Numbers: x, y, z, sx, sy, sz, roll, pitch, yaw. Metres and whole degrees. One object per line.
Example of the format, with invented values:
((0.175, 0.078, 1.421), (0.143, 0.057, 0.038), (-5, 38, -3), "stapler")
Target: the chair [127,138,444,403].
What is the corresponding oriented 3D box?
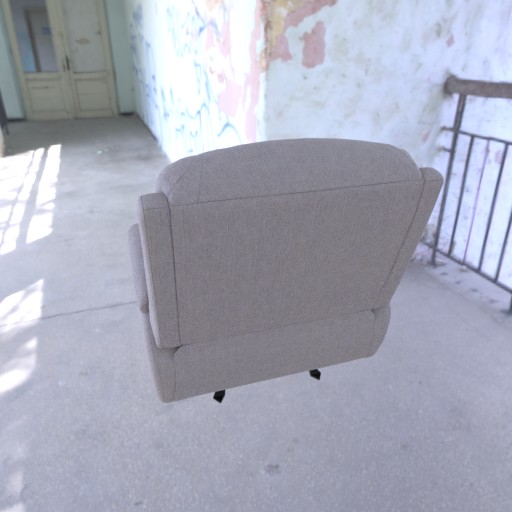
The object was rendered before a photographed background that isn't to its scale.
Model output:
((0.000, 0.000, 1.708), (0.930, 1.011, 0.899), (-8, 27, -16), "chair")
